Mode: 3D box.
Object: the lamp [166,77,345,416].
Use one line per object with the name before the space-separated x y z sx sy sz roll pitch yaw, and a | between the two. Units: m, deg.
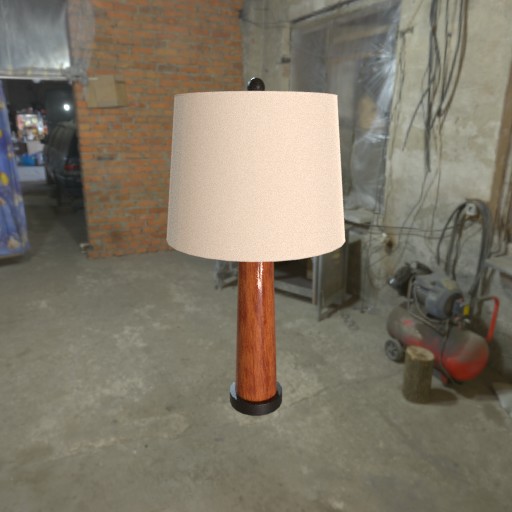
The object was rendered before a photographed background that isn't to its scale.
lamp | 0.000 0.000 0.890 0.349 0.667 0.349 0 17 0
